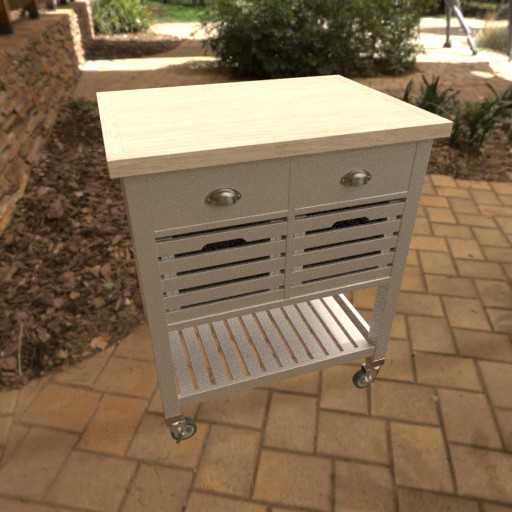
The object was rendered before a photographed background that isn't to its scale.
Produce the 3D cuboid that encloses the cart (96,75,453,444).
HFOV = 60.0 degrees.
[{"bbox_3d":[0.000,0.000,1.379,0.762,0.914,0.559,-10,34,-16],"label":"cart"}]
